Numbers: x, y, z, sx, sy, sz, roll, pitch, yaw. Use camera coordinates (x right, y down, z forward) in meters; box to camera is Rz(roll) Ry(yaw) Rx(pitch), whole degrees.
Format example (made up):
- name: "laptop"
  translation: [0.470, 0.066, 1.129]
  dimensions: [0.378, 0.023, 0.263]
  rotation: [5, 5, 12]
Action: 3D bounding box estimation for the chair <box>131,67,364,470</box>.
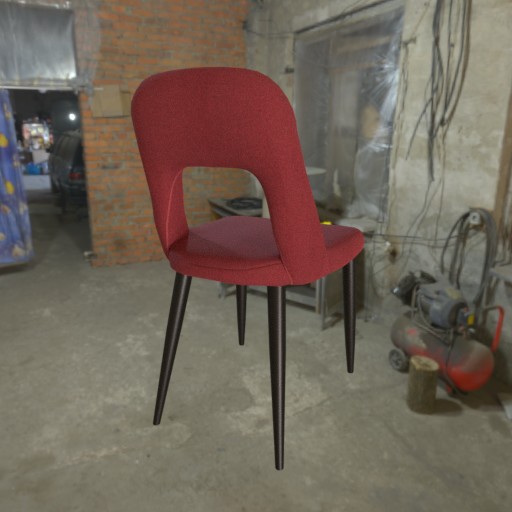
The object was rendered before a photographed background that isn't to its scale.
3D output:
- name: "chair"
  translation: [0.000, 0.000, 1.207]
  dimensions: [0.483, 0.892, 0.569]
  rotation: [8, 18, 27]
